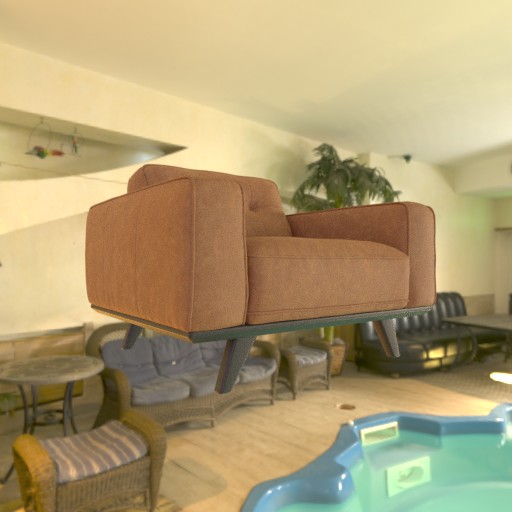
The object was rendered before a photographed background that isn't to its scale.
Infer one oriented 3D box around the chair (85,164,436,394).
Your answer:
[{"bbox_3d":[0.000,0.000,1.787,1.118,0.782,0.952,0,-1,-36],"label":"chair"}]
